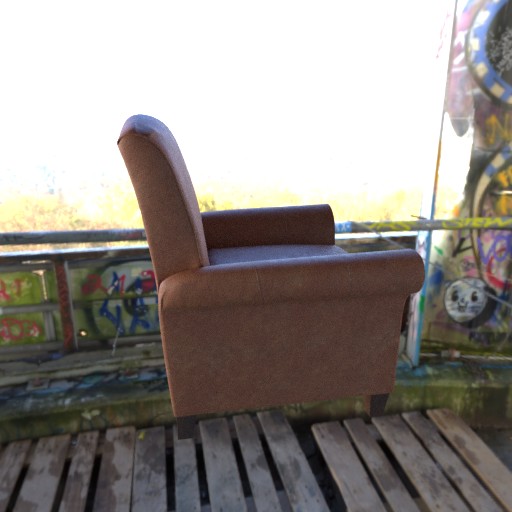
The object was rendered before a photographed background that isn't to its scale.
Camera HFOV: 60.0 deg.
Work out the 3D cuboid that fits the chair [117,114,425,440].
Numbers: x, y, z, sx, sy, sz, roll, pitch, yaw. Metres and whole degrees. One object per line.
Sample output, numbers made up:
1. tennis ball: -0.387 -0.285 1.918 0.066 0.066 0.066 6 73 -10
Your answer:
1. chair: 0.000 0.000 1.742 0.902 1.061 0.978 -3 17 -9
